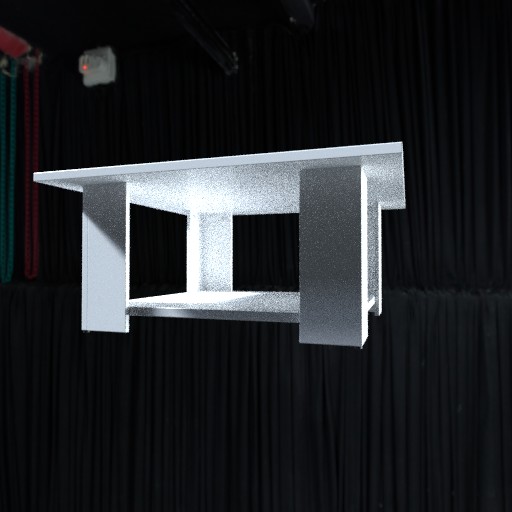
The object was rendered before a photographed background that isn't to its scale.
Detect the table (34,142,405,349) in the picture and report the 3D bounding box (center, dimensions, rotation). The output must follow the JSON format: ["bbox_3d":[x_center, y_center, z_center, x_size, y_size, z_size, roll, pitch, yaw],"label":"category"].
[{"bbox_3d":[0.000,0.000,1.054,0.670,0.305,0.670,0,-1,19],"label":"table"}]
